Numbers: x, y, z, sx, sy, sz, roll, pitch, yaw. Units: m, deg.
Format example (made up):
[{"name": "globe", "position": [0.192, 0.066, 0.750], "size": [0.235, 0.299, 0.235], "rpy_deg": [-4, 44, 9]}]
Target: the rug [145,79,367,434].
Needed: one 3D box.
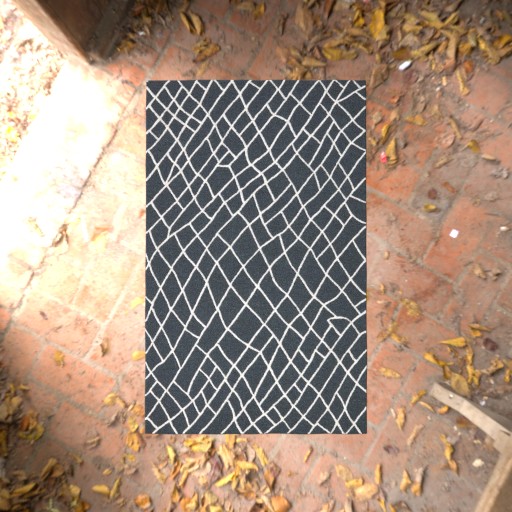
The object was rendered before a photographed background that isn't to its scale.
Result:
[{"name": "rug", "position": [0.000, 0.000, 3.062], "size": [1.529, 0.017, 2.448], "rpy_deg": [0, 89, 0]}]
